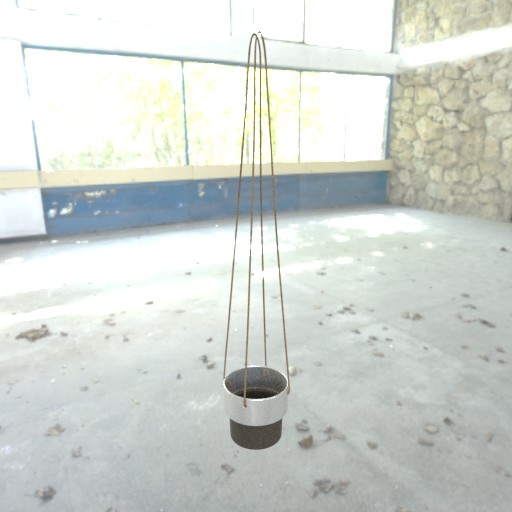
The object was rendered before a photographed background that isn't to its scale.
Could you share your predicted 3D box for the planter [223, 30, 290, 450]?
[{"bbox_3d":[0.000,0.000,1.164,0.187,1.073,0.187,-7,17,-26],"label":"planter"}]
